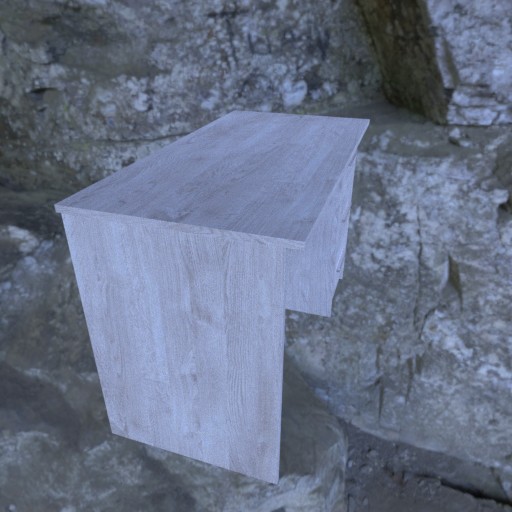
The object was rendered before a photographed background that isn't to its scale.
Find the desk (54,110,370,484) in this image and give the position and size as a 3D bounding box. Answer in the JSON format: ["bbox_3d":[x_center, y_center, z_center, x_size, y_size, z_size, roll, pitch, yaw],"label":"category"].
[{"bbox_3d":[0.000,0.000,1.522,0.560,0.735,1.097,9,30,16],"label":"desk"}]
